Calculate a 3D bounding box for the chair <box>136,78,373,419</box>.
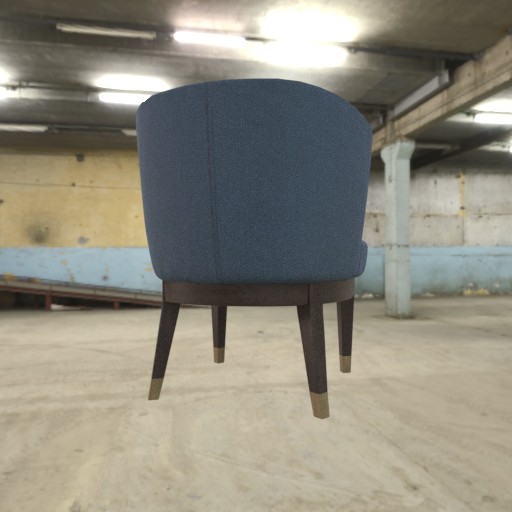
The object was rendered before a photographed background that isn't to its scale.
[{"bbox_3d":[0.000,0.000,1.291,0.661,0.760,0.702,0,-1,18],"label":"chair"}]
